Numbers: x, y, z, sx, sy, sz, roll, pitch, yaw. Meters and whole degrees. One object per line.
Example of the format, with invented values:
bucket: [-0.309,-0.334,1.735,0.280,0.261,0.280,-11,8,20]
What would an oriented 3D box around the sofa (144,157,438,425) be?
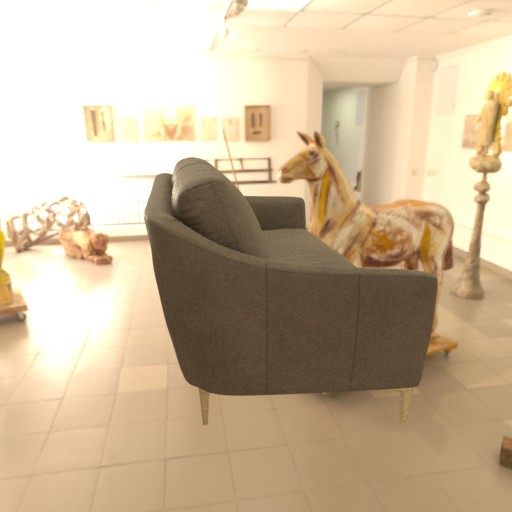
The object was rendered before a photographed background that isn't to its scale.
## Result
sofa: [0.000,0.000,2.159,0.960,0.902,1.619,-3,16,-10]
